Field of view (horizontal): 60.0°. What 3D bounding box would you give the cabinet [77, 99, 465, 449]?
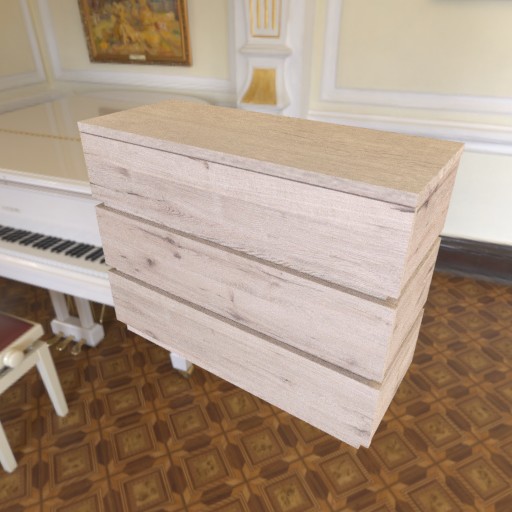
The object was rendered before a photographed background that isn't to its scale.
[{"bbox_3d":[0.000,0.000,1.468,1.040,0.820,0.420,19,35,29],"label":"cabinet"}]
